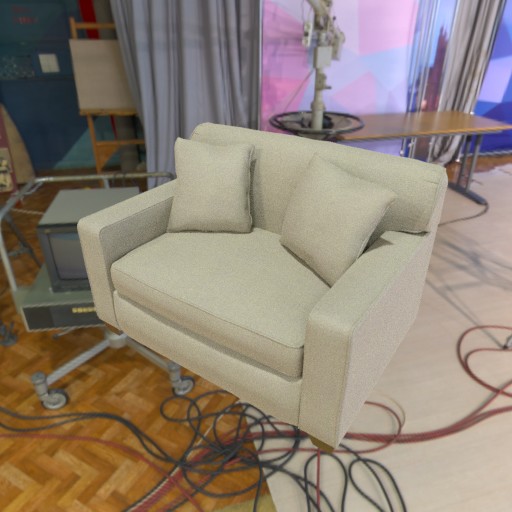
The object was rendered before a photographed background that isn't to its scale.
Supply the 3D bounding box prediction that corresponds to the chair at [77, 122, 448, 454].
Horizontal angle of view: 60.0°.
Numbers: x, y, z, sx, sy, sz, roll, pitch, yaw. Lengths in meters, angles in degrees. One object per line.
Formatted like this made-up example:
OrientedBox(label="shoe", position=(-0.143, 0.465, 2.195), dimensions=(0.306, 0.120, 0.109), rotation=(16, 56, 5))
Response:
OrientedBox(label="chair", position=(0.000, 0.000, 2.102), dimensions=(1.383, 0.948, 1.000), rotation=(19, 36, 29))
